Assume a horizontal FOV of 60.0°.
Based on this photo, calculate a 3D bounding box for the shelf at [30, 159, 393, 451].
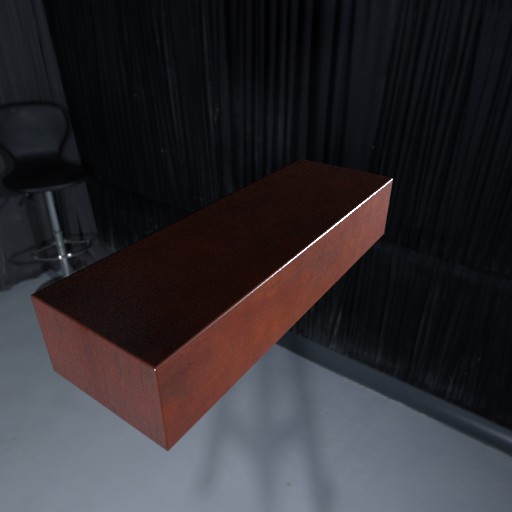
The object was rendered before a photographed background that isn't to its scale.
[{"bbox_3d":[0.000,0.000,0.527,0.152,0.088,0.457,20,35,30],"label":"shelf"}]
